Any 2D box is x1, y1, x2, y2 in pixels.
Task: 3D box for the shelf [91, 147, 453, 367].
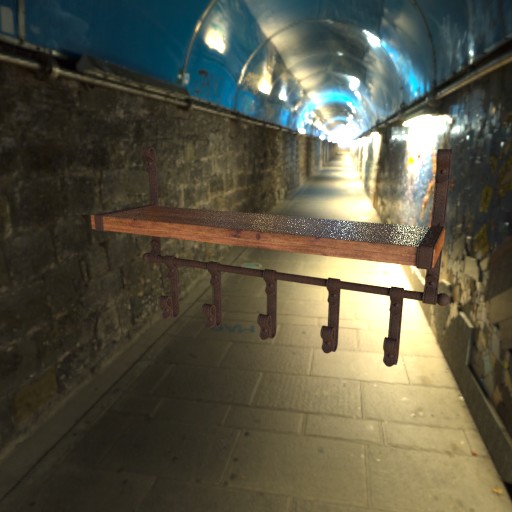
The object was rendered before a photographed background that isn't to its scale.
[{"bbox_3d":[0.000,0.000,0.701,0.567,0.330,0.146,7,16,26],"label":"shelf"}]
